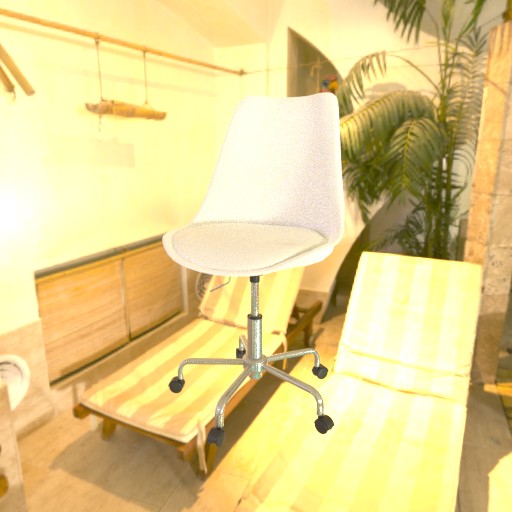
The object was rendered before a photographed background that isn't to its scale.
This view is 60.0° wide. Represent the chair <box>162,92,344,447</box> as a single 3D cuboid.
[{"bbox_3d":[0.000,0.000,1.296,0.550,0.930,0.550,7,16,25],"label":"chair"}]
